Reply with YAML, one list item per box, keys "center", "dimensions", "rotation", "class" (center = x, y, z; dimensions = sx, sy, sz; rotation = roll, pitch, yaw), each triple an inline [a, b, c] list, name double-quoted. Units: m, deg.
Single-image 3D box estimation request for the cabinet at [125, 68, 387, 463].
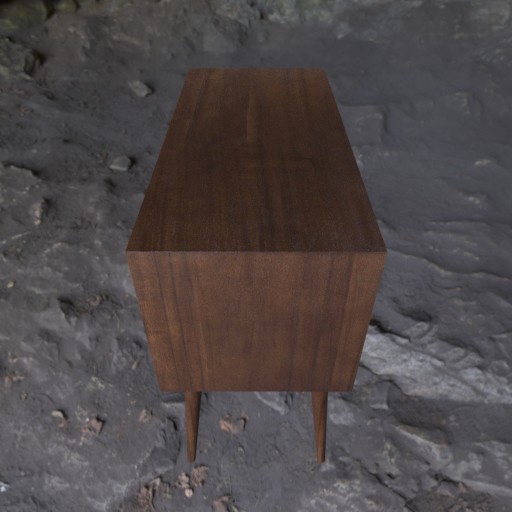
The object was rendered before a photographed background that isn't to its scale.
- center: [0.000, 0.000, 1.090]
  dimensions: [0.354, 0.654, 0.743]
  rotation: [0, 41, 0]
  class: "cabinet"
